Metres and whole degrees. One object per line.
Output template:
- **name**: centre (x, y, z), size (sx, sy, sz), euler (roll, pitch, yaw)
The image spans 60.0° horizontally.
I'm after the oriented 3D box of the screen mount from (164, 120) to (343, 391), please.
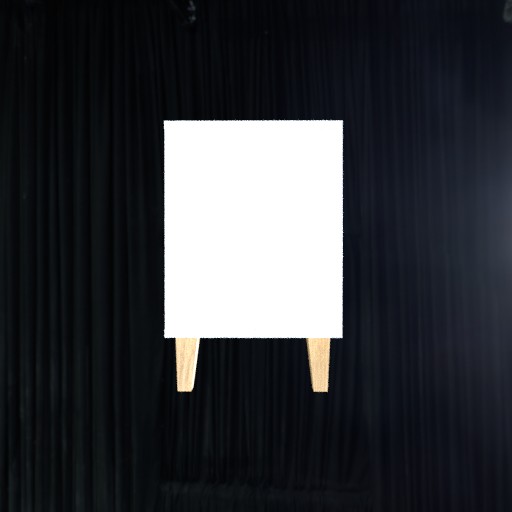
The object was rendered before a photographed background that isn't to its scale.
- **screen mount**: centre (0.000, 0.000, 1.740), size (0.400, 0.619, 1.490), euler (0, 0, 0)
